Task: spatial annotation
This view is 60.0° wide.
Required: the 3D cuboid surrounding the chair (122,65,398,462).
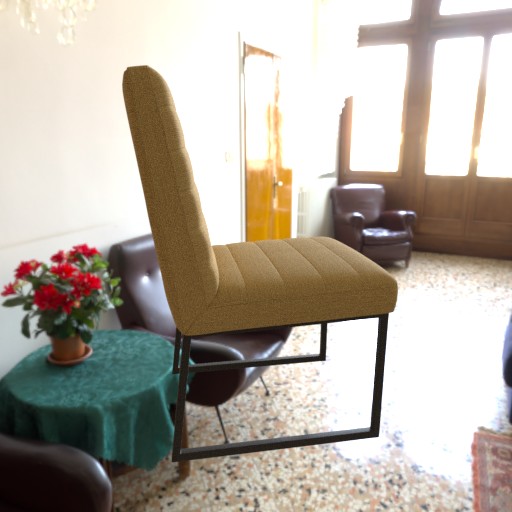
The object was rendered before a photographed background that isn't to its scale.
[{"bbox_3d":[0.000,0.000,1.259,0.634,0.930,0.520,-3,15,-10],"label":"chair"}]
